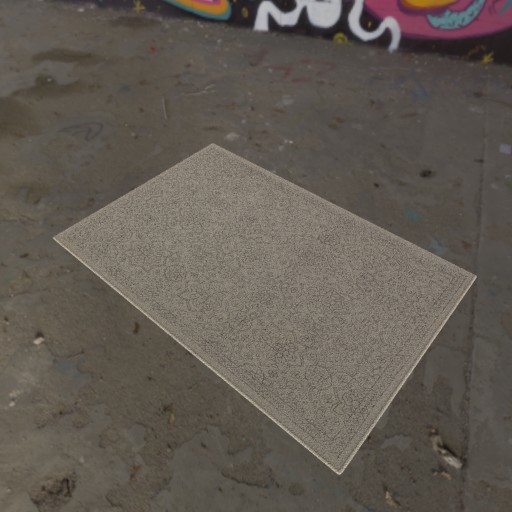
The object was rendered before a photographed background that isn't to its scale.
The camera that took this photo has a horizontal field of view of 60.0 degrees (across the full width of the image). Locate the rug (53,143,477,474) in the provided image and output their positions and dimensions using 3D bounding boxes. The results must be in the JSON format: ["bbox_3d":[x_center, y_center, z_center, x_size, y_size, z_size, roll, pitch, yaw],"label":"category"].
[{"bbox_3d":[0.000,0.000,2.277,1.829,0.010,1.219,32,54,27],"label":"rug"}]
